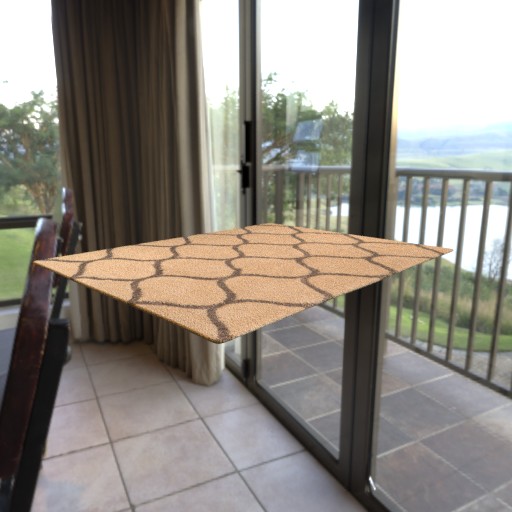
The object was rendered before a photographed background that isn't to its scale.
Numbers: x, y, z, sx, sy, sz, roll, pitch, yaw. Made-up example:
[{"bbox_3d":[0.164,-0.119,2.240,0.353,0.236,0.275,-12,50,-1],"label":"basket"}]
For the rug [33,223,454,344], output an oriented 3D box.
[{"bbox_3d":[0.000,0.000,4.001,2.399,0.026,3.000,12,18,43],"label":"rug"}]
